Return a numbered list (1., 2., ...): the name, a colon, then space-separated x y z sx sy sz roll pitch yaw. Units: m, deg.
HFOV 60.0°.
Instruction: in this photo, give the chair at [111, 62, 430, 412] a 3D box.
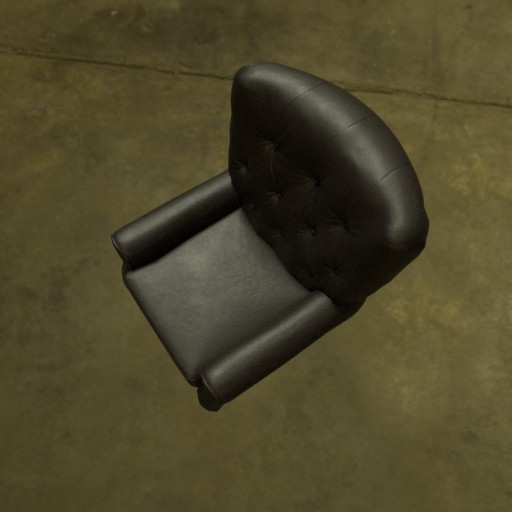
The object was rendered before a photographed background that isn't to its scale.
1. chair: 0.000 0.000 1.898 1.058 1.158 0.948 -33 69 -14
